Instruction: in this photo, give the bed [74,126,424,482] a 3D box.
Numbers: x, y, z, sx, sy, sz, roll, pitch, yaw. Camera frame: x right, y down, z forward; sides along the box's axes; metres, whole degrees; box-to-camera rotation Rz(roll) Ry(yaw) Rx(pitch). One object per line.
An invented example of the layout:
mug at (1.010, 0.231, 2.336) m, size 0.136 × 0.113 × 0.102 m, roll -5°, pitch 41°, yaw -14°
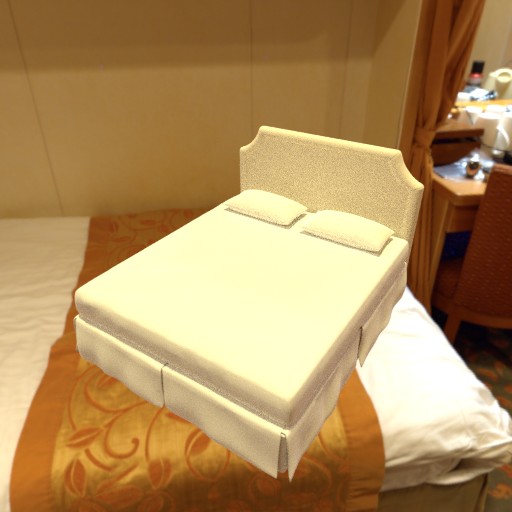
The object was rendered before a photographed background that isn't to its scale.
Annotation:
bed at (0.000, 0.000, 4.196) m, size 2.350 × 1.590 × 2.773 m, roll 19°, pitch 37°, yaw 28°
